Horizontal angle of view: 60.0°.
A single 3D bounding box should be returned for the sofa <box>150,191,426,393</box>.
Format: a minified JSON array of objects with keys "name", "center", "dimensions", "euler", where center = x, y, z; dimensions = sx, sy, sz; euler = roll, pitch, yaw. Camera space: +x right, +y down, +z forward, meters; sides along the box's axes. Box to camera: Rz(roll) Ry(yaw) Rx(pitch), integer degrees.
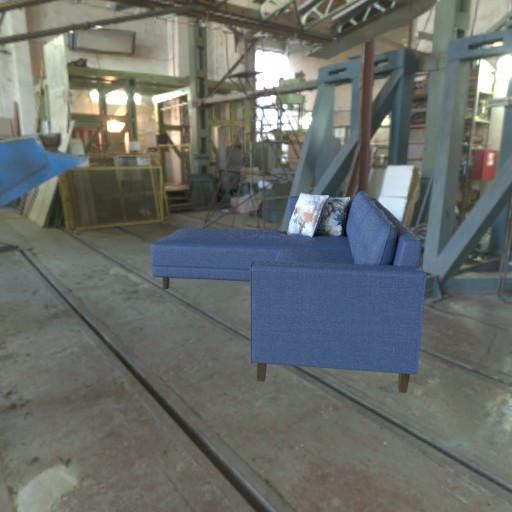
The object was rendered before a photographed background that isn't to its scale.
[{"name":"sofa","center":[0.000,0.000,3.121],"dimensions":[1.829,0.787,2.120],"euler":[2,13,9]}]
